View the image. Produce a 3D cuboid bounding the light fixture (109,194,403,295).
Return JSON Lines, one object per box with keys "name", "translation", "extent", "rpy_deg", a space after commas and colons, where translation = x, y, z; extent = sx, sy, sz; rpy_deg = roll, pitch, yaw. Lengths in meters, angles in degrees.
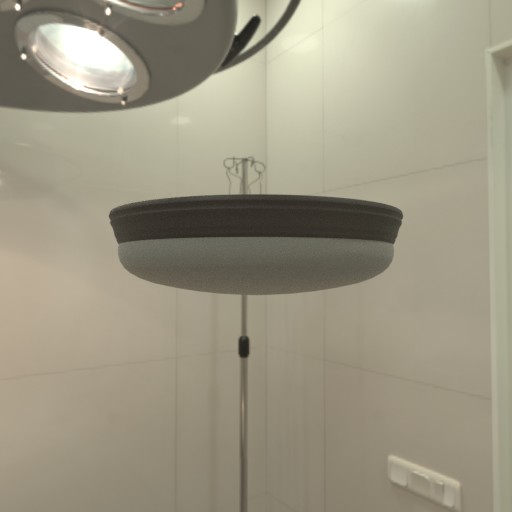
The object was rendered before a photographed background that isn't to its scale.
{"name": "light fixture", "translation": [0.000, 0.000, 0.582], "extent": [0.368, 0.100, 0.368], "rpy_deg": [0, -2, 0]}
